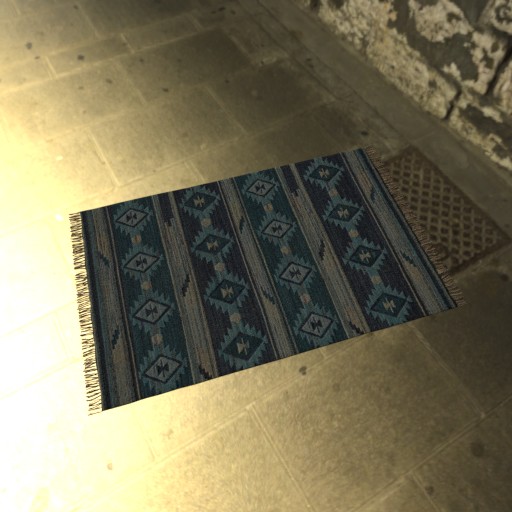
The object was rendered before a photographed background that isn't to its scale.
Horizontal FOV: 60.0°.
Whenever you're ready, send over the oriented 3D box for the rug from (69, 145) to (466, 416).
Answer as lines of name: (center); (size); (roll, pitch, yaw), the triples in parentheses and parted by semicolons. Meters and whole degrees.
rug: (0.000, 0.000, 2.424); (1.936, 0.028, 1.181); (-14, 60, -9)
